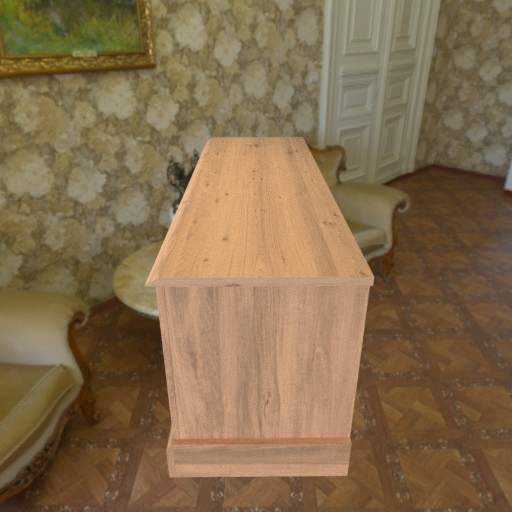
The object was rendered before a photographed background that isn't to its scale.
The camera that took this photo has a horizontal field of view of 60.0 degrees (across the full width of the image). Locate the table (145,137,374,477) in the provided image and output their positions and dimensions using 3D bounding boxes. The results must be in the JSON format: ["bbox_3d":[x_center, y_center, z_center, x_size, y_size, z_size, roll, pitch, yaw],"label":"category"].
[{"bbox_3d":[0.000,0.000,1.418,0.400,0.510,1.200,0,26,0],"label":"table"}]
